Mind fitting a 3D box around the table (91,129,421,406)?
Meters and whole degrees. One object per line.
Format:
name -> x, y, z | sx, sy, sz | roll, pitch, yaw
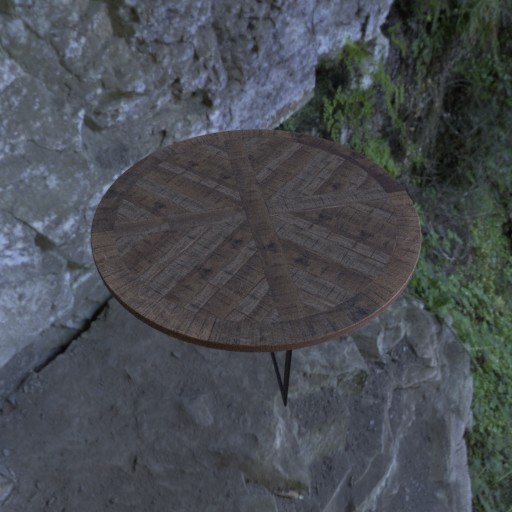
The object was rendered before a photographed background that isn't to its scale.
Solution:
table -> 0.000, 0.000, 1.930 | 1.264, 0.516, 1.264 | 0, 45, 0
